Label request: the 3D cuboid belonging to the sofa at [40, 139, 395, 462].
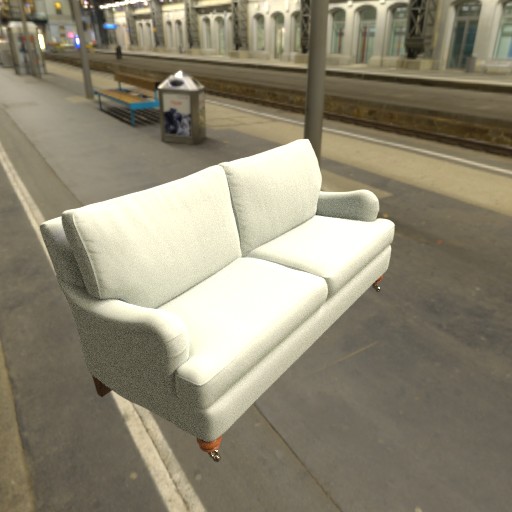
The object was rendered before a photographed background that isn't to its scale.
[{"bbox_3d":[0.000,0.000,2.801,1.069,1.096,2.193,18,31,32],"label":"sofa"}]
